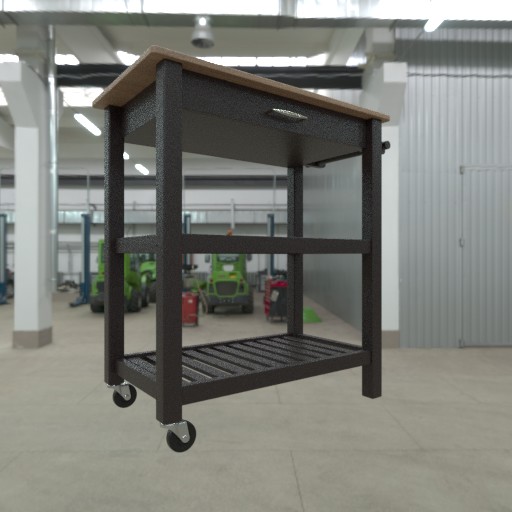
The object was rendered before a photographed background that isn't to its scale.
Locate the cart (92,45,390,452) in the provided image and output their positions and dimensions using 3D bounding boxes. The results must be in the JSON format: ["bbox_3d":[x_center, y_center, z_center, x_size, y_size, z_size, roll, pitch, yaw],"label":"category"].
[{"bbox_3d":[0.000,0.000,1.419,0.899,0.927,0.457,0,0,-36],"label":"cart"}]
